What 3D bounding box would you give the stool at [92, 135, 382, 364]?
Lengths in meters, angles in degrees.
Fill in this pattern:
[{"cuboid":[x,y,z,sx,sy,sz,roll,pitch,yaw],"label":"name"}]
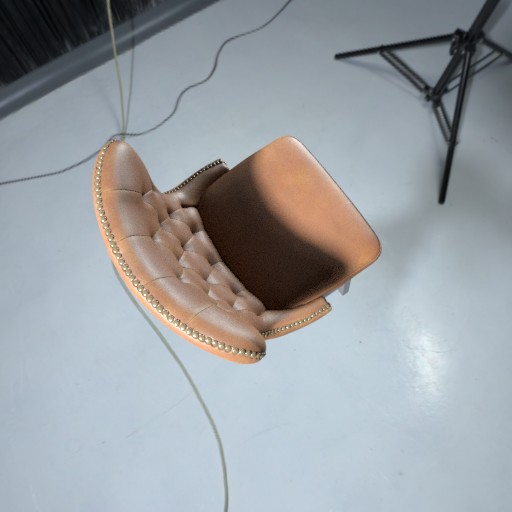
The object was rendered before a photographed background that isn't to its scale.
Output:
[{"cuboid":[0.000,0.000,1.285,0.593,0.971,0.528,-34,77,-9],"label":"stool"}]
